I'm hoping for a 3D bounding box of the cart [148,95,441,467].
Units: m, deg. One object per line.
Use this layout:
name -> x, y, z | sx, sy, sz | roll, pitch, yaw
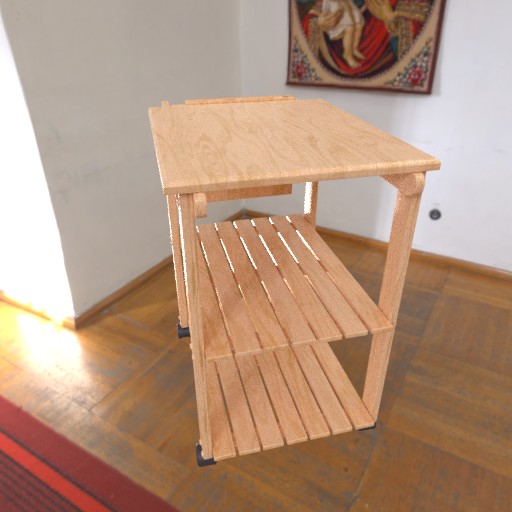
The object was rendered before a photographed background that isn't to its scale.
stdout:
cart -> 0.000, 0.000, 1.323 | 0.520, 0.816, 0.843 | -7, 31, -12
